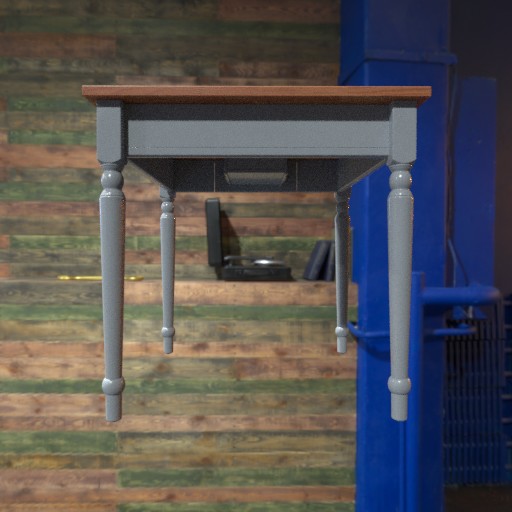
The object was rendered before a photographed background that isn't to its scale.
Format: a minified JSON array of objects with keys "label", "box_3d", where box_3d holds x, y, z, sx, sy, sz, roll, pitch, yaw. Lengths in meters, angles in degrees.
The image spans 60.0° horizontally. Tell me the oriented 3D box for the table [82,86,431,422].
[{"label":"table","box_3d":[0.000,0.000,1.325,0.747,0.738,0.747,0,1,0]}]
